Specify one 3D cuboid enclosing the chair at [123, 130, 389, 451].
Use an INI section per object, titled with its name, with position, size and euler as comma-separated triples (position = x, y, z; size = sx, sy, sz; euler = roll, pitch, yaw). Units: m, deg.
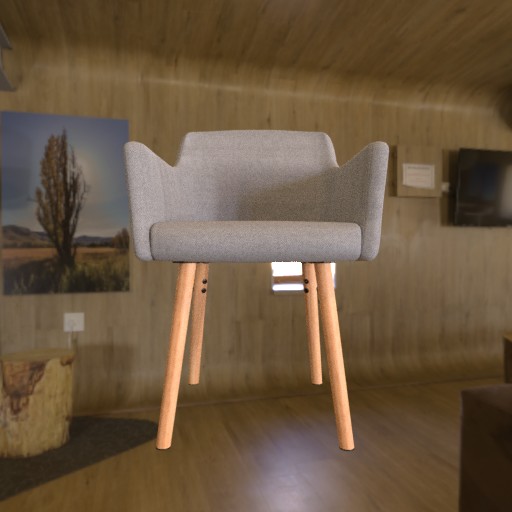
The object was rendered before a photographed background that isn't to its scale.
[chair]
position = 0.000, 0.000, 1.158
size = 0.570, 0.780, 0.540
euler = 0, 1, 0
